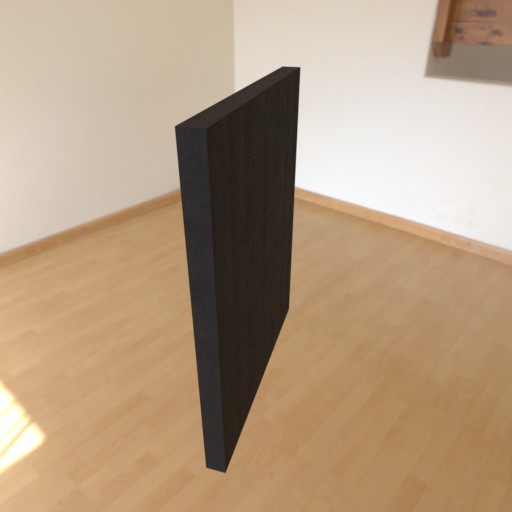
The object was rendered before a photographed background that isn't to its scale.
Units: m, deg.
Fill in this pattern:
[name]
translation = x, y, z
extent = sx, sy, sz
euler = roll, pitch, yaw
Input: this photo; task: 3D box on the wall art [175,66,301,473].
[wall art]
translation = 0.000, 0.000, 0.768
extent = 0.034, 0.552, 0.455
euler = 9, 32, 14
